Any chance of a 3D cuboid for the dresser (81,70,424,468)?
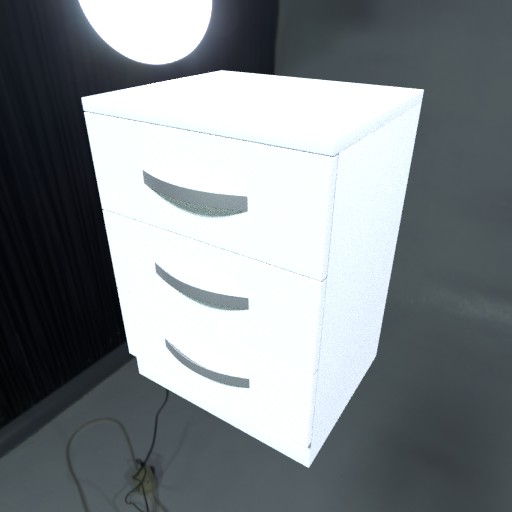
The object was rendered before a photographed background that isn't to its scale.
[{"bbox_3d":[0.000,0.000,0.805,0.400,0.560,0.360,18,35,28],"label":"dresser"}]
